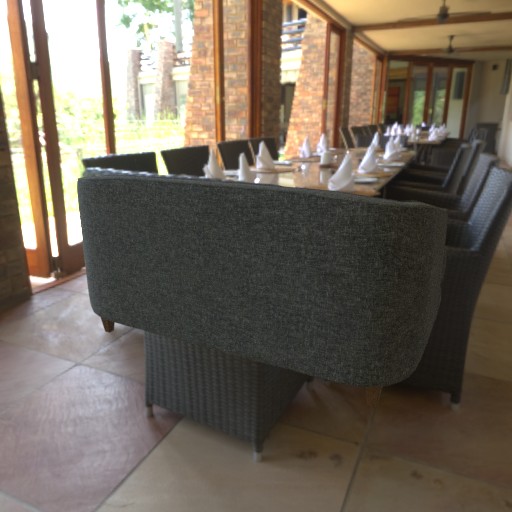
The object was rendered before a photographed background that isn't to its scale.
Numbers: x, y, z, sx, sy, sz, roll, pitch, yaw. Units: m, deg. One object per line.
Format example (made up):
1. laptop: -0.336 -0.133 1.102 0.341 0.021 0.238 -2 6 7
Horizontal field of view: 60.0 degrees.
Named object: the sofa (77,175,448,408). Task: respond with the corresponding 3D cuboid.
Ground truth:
1. sofa: 0.000 0.000 2.253 1.733 0.855 0.941 9 19 26
